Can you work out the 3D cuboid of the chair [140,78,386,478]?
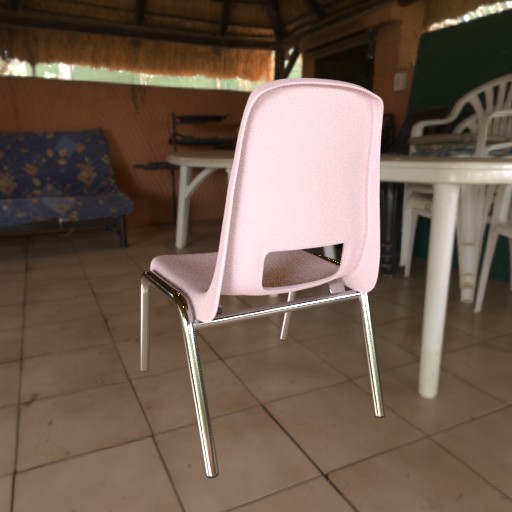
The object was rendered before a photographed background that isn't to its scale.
[{"bbox_3d":[0.000,0.000,0.776,0.354,0.536,0.385,-7,16,-26],"label":"chair"}]
